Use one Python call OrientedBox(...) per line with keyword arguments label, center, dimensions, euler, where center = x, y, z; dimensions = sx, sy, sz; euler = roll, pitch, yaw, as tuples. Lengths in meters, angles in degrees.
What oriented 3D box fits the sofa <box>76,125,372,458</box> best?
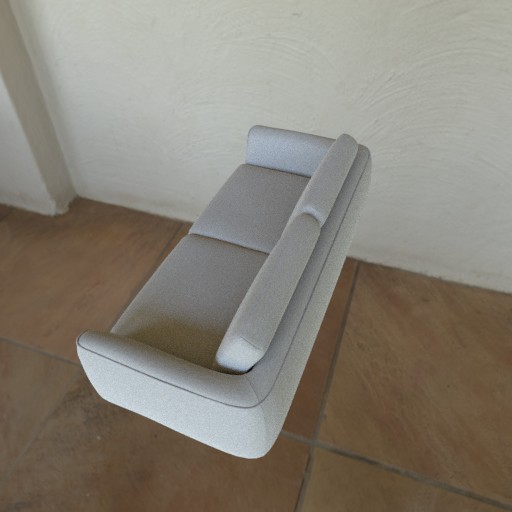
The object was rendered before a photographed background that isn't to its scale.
OrientedBox(label="sofa", center=(0.000, 0.000, 2.480), dimensions=(0.920, 0.850, 2.000), euler=(16, 47, 16))
